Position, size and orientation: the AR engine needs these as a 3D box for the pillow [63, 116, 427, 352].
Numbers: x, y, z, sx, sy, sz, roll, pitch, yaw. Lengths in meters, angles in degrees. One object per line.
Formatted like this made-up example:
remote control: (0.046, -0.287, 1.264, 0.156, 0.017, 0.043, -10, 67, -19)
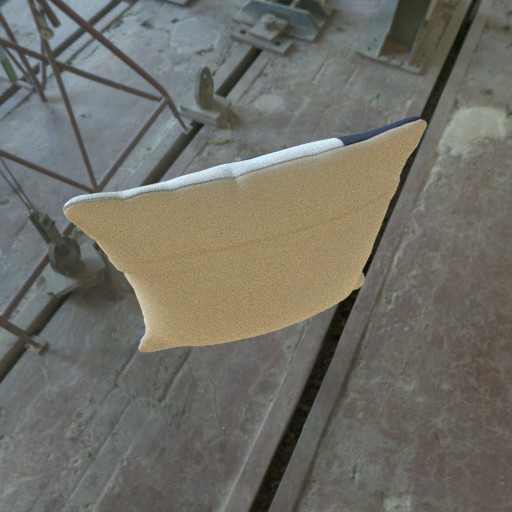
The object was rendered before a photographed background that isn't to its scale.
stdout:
pillow: (0.000, 0.000, 0.795, 0.536, 0.506, 0.229, -16, 60, -10)
